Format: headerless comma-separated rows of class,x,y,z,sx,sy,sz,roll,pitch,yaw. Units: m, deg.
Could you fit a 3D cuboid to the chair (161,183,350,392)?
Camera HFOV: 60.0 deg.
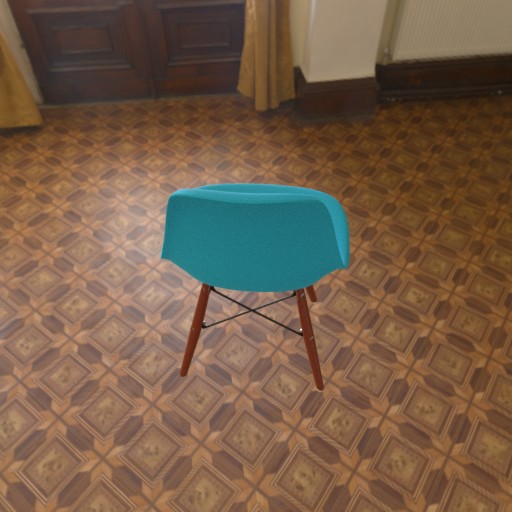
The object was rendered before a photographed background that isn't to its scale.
chair,0.000,0.000,1.140,0.470,0.826,0.533,3,48,3
